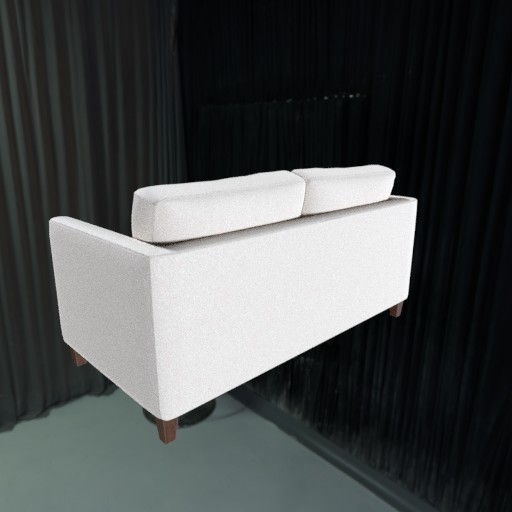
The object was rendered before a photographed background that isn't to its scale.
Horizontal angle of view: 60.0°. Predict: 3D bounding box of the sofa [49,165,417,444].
[{"bbox_3d":[0.000,0.000,2.254,1.722,0.888,0.873,-15,21,-42],"label":"sofa"}]
